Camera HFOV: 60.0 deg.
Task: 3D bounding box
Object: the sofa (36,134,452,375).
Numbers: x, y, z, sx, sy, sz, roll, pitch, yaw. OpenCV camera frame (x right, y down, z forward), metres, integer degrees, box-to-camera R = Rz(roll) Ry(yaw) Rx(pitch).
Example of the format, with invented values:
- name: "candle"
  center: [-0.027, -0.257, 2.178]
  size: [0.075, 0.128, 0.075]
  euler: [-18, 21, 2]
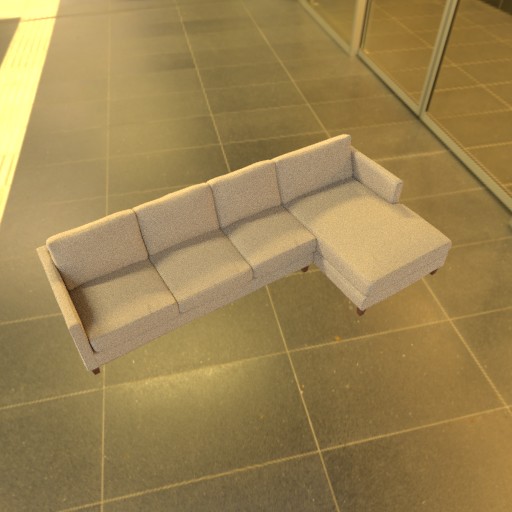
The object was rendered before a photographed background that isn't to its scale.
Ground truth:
- name: "sofa"
  center: [0.000, 0.000, 3.840]
  size: [3.186, 0.861, 1.625]
  euler: [-24, 50, -22]
